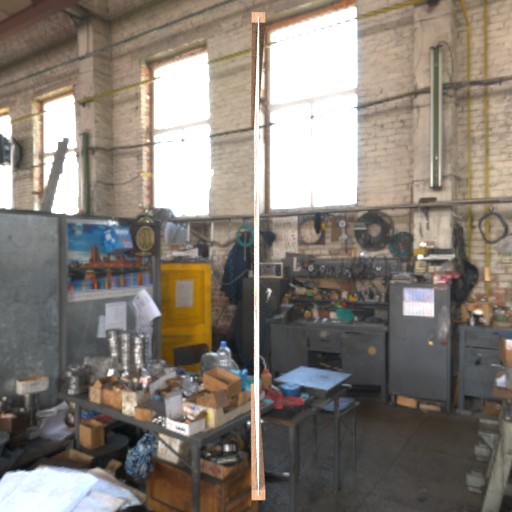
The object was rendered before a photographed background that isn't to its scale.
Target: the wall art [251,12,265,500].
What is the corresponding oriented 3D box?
[{"bbox_3d":[0.000,0.000,1.302,0.028,1.016,0.765,0,0,-1],"label":"wall art"}]
